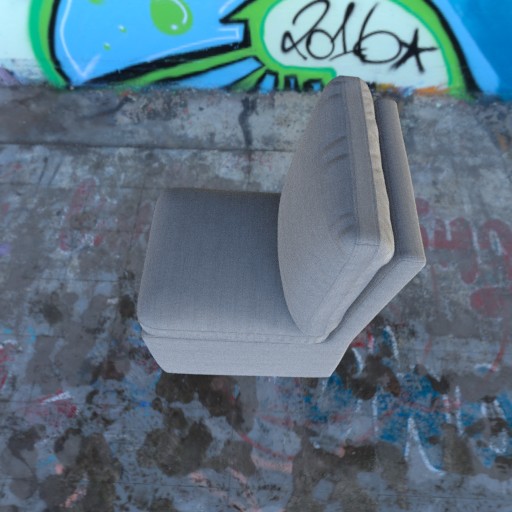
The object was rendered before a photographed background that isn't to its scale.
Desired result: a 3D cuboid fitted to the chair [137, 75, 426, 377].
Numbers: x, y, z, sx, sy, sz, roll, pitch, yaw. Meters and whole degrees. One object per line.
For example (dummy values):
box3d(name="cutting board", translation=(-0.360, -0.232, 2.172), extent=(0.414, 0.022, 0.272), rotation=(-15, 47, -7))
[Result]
box3d(name="chair", translation=(0.000, 0.000, 1.332), extent=(0.698, 0.927, 0.503), rotation=(1, 60, 1))
